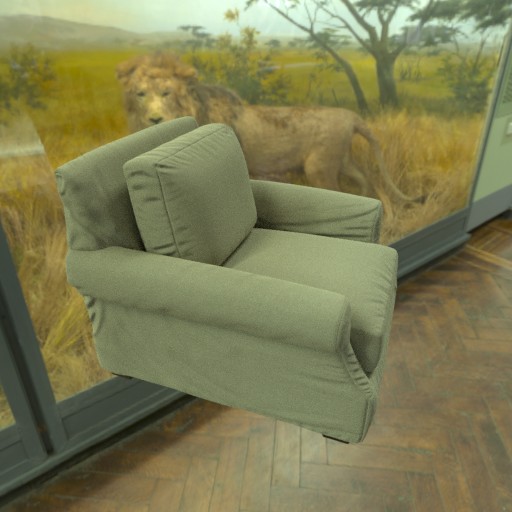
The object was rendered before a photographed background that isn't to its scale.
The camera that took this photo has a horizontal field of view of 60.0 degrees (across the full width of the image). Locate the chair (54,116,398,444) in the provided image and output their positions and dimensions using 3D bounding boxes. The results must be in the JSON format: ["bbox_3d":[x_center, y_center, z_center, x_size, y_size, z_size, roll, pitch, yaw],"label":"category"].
[{"bbox_3d":[0.000,0.000,1.701,1.066,0.866,0.940,10,31,18],"label":"chair"}]
